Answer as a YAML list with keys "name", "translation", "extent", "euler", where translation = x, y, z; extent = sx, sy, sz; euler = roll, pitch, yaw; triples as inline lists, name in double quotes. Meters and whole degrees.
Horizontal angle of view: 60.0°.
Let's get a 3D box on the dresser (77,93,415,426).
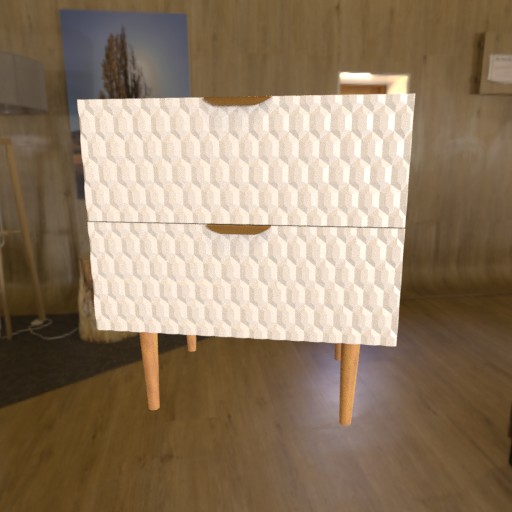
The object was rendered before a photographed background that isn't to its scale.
- name: "dresser"
  translation: [0.000, 0.000, 0.904]
  extent: [0.503, 0.568, 0.414]
  euler: [2, 13, 8]
